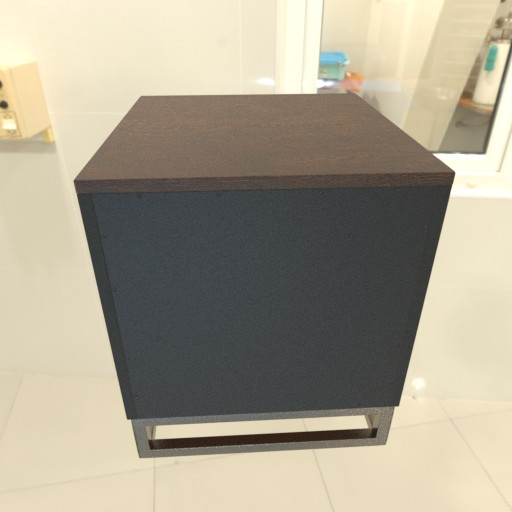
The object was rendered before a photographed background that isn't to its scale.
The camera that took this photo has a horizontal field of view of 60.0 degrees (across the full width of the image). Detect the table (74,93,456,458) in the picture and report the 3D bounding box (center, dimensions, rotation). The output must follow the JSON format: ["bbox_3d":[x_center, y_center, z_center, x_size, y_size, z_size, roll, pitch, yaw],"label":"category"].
[{"bbox_3d":[0.000,0.000,0.974,0.506,0.582,0.566,-2,31,-3],"label":"table"}]
